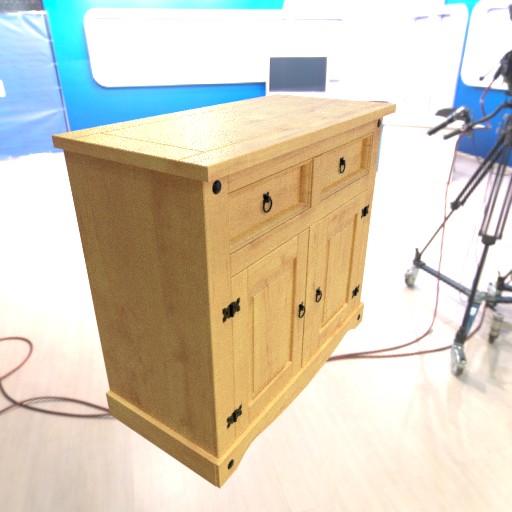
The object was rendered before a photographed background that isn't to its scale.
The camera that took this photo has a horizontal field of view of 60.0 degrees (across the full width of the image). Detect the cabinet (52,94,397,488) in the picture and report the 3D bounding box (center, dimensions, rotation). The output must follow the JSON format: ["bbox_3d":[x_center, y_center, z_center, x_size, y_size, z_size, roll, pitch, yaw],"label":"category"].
[{"bbox_3d":[0.000,0.000,1.381,0.450,0.840,0.920,17,31,31],"label":"cabinet"}]
